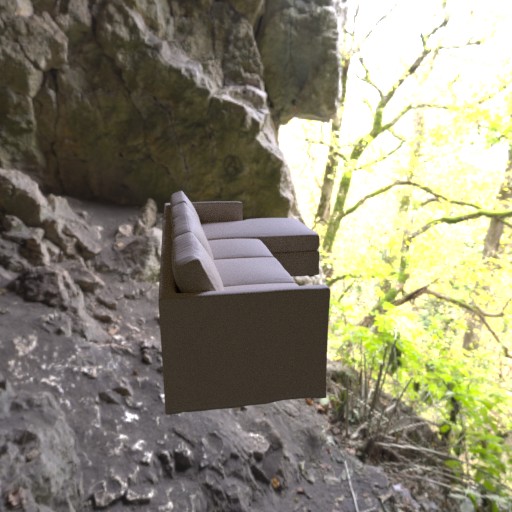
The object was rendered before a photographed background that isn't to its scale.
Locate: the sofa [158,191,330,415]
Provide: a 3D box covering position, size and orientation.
[{"bbox_3d":[0.000,0.000,3.959,1.622,0.871,3.206,-3,16,-10],"label":"sofa"}]
